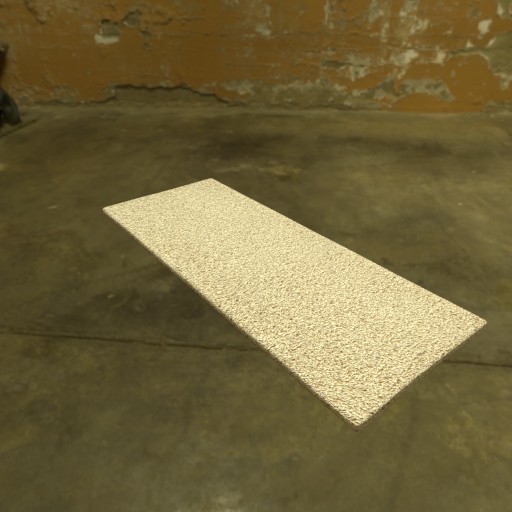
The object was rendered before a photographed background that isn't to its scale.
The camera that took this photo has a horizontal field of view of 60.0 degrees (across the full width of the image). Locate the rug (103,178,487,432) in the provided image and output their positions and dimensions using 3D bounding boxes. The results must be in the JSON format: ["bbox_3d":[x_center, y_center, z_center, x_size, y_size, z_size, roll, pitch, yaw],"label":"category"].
[{"bbox_3d":[0.000,0.000,1.704,0.609,0.030,1.524,-22,38,-32],"label":"rug"}]
